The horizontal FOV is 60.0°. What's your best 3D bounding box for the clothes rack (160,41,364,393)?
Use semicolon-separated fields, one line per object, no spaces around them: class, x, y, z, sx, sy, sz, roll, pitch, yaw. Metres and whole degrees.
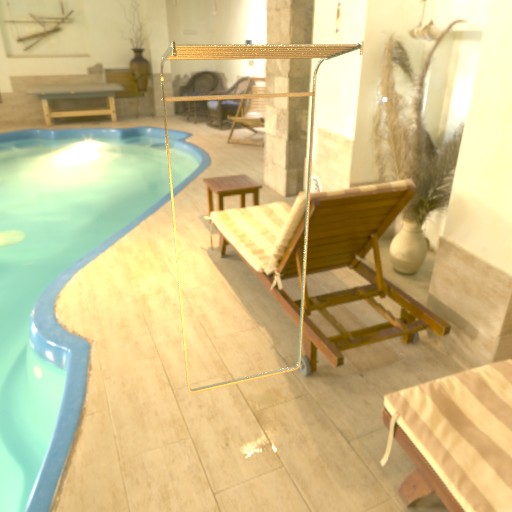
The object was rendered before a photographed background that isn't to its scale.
clothes rack;0.000;0.000;1.805;0.609;1.574;0.349;-8;27;-16
